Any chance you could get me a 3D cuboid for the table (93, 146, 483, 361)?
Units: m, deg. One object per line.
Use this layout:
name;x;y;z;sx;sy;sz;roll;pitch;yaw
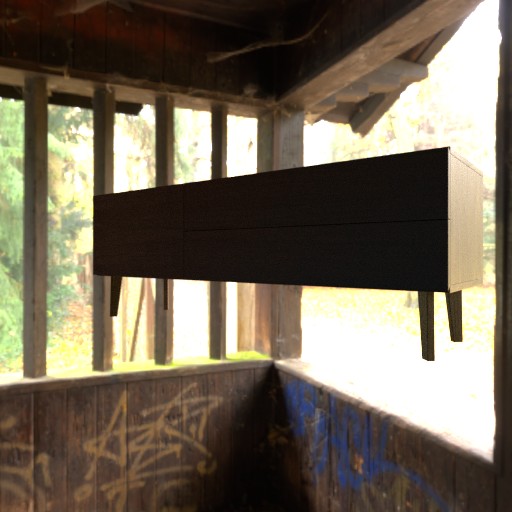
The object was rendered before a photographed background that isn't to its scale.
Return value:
table;0.000;0.000;1.585;1.397;0.508;0.405;0;0;37
